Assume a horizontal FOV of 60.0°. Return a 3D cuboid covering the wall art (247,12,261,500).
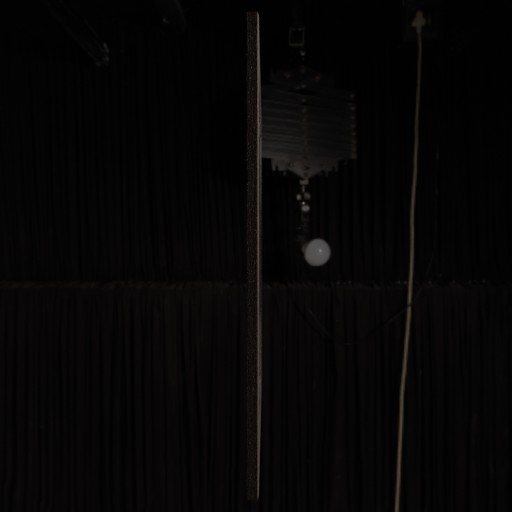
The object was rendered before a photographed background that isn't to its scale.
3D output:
[{"bbox_3d":[0.000,0.000,0.640,0.013,0.508,0.359,0,0,1],"label":"wall art"}]
